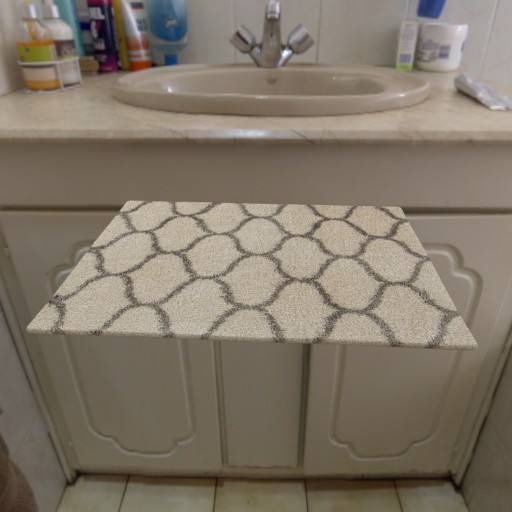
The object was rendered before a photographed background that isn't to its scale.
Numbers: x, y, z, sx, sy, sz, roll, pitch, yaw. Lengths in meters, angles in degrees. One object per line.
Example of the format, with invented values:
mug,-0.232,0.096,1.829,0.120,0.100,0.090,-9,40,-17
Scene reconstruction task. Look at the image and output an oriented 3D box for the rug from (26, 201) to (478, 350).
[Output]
rug,0.000,0.000,2.077,1.600,0.025,1.200,2,30,3
